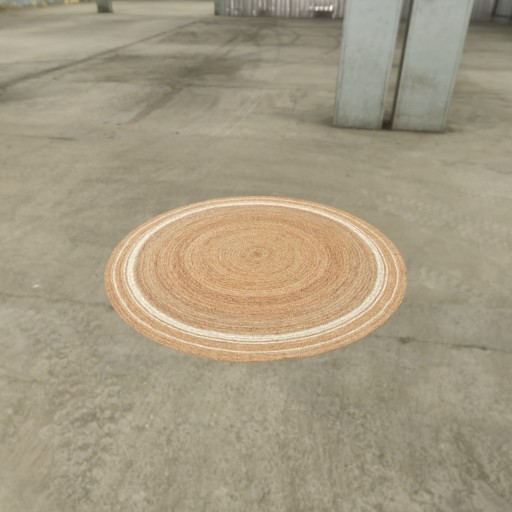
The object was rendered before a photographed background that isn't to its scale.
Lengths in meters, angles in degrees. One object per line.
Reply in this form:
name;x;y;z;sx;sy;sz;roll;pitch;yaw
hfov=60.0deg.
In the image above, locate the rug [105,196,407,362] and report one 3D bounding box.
rug;0.000;0.000;3.728;2.444;0.015;2.444;0;32;0
